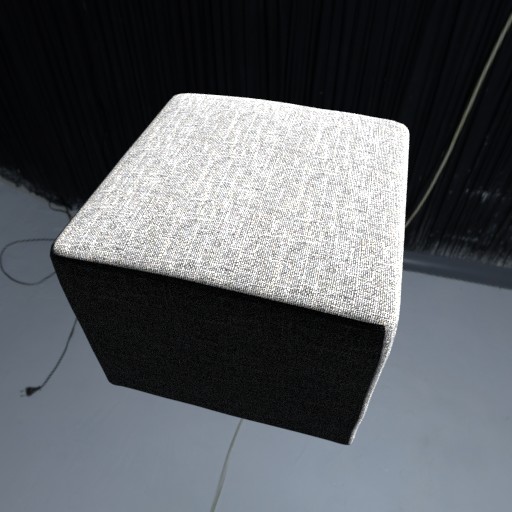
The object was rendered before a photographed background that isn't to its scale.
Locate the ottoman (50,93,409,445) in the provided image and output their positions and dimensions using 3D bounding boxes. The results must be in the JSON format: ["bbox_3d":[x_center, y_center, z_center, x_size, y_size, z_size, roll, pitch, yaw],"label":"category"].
[{"bbox_3d":[0.000,0.000,0.899,0.512,0.453,0.521,11,48,10],"label":"ottoman"}]
